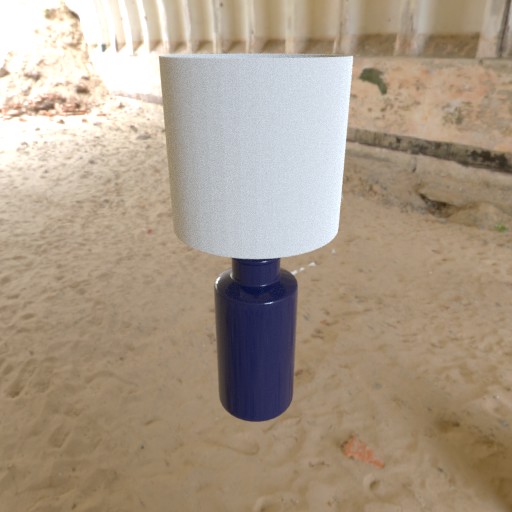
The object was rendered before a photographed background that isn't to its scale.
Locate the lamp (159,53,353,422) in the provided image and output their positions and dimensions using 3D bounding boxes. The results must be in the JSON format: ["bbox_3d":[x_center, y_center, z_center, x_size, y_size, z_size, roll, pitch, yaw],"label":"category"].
[{"bbox_3d":[0.000,0.000,0.598,0.212,0.493,0.212,8,27,16],"label":"lamp"}]
